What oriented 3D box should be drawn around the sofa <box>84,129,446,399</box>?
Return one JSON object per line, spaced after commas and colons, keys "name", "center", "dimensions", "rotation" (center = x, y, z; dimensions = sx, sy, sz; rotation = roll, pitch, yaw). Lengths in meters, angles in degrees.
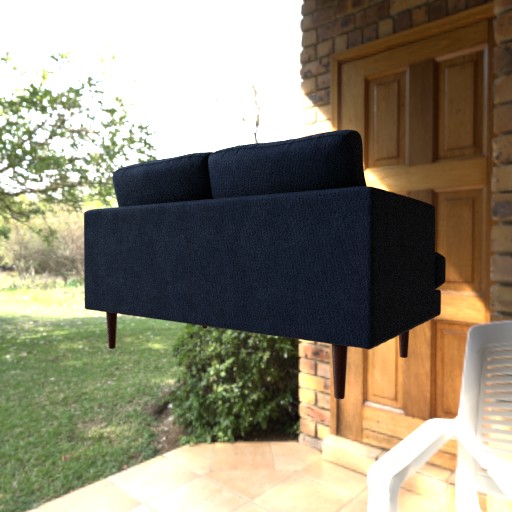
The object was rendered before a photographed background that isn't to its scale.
{"name": "sofa", "center": [0.000, 0.000, 2.183], "dimensions": [1.582, 0.944, 0.903], "rotation": [1, 1, 36]}
